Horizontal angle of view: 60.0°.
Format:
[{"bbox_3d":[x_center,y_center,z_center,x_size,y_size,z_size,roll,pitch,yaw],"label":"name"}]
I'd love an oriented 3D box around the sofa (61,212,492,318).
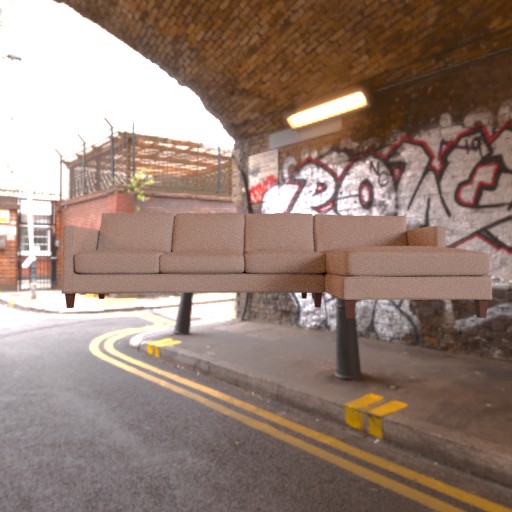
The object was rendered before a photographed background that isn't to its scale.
[{"bbox_3d":[0.000,0.000,3.771,3.186,0.861,1.625,0,0,-2],"label":"sofa"}]
